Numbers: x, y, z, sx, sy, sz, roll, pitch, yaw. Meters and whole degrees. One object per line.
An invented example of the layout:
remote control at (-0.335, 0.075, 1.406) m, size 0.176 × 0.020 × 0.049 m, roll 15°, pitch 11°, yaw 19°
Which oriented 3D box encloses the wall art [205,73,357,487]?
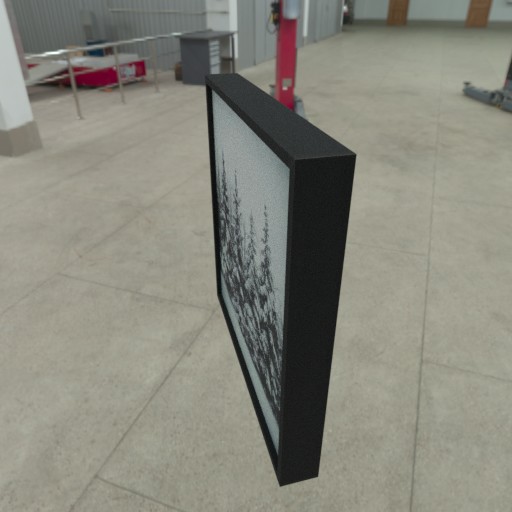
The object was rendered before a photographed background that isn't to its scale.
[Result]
wall art at (0.000, 0.000, 0.453) m, size 0.037 × 0.305 × 0.305 m, roll -8°, pitch 32°, yaw -13°
